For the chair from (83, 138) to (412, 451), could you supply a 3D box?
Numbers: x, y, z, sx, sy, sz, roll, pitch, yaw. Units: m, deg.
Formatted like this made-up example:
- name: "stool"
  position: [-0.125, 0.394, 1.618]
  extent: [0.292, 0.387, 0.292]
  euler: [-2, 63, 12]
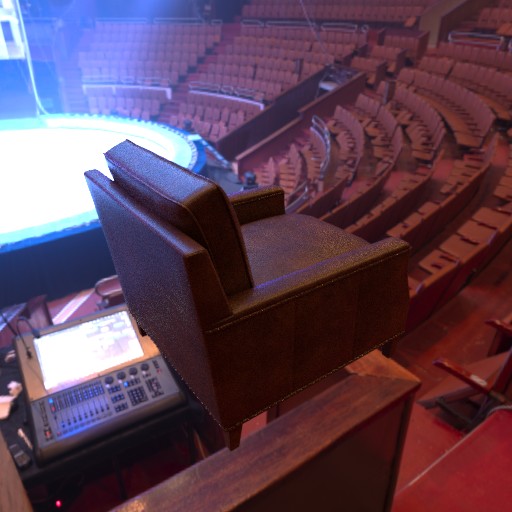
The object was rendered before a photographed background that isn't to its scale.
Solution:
- name: "chair"
  position: [0.000, 0.000, 1.785]
  extent: [1.014, 0.929, 0.853]
  euler: [-18, 33, -31]
